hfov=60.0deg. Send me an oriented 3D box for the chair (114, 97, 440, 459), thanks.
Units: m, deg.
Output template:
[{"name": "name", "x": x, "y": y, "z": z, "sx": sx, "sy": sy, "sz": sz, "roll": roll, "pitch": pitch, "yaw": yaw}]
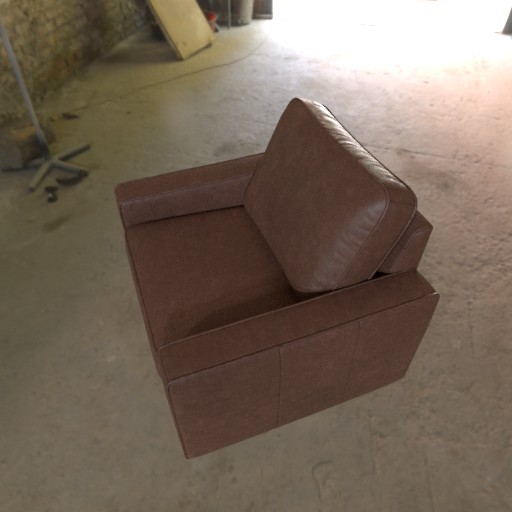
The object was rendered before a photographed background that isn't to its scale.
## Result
[{"name": "chair", "x": 0.000, "y": 0.000, "z": 1.728, "sx": 0.940, "sy": 0.919, "sz": 1.017, "roll": -15, "pitch": 47, "yaw": -15}]
